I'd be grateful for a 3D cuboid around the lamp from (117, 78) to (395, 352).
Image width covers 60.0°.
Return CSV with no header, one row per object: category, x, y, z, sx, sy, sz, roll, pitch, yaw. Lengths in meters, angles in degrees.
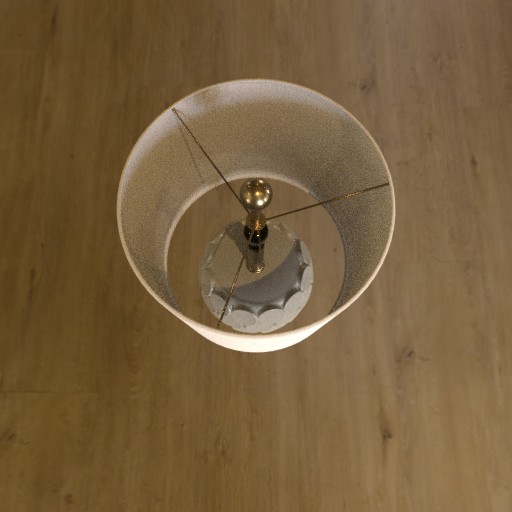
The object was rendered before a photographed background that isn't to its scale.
lamp,0.000,0.000,0.601,0.254,0.452,0.254,0,75,0
